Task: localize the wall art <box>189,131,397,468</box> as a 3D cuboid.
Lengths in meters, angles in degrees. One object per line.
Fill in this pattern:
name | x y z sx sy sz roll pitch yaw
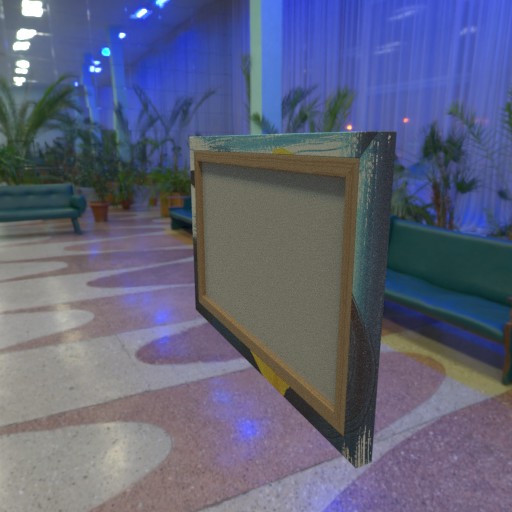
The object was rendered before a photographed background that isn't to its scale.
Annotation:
wall art | 0.000 0.000 1.159 0.039 0.610 0.914 -7 16 -26
